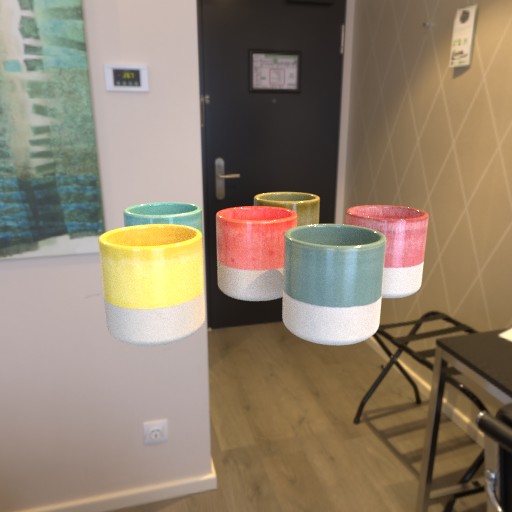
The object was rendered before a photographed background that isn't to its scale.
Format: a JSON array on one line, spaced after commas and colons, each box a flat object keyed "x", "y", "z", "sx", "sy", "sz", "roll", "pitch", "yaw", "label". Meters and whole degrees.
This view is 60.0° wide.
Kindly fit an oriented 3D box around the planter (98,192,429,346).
[{"x": 0.000, "y": 0.000, "z": 0.408, "sx": 0.257, "sy": 0.075, "sz": 0.286, "roll": 15, "pitch": 22, "yaw": 42, "label": "planter"}]
